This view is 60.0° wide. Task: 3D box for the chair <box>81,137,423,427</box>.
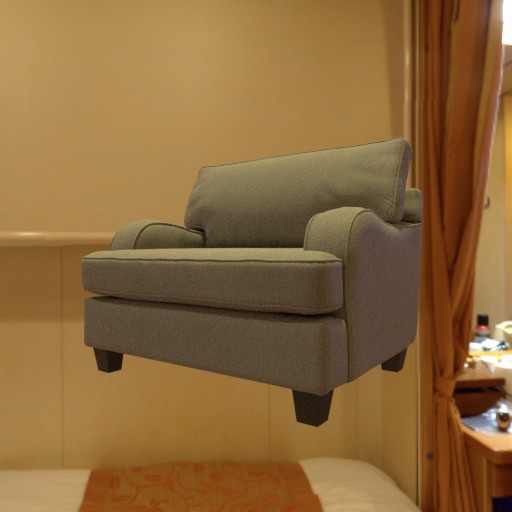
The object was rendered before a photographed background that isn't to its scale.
[{"bbox_3d":[0.000,0.000,1.999,1.220,1.016,1.041,0,1,36],"label":"chair"}]
